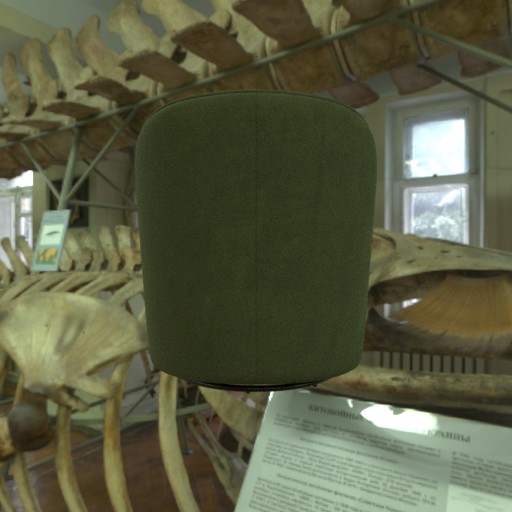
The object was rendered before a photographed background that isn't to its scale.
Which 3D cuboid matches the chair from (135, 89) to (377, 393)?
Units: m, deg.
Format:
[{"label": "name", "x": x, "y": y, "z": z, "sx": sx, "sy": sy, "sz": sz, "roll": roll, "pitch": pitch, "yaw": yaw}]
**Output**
[{"label": "chair", "x": 0.000, "y": 0.000, "z": 1.477, "sx": 0.747, "sy": 0.799, "sz": 0.875, "roll": 0, "pitch": 0, "yaw": 0}]
